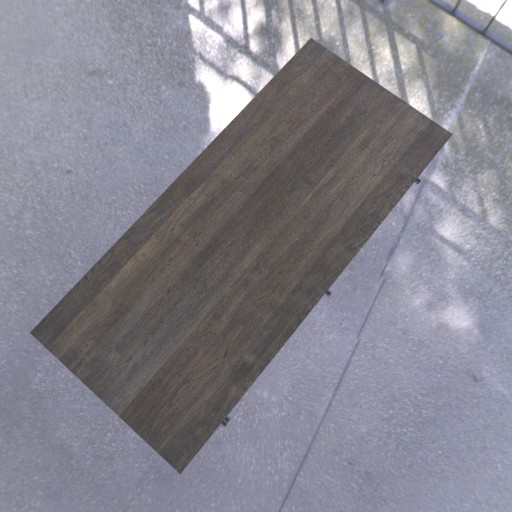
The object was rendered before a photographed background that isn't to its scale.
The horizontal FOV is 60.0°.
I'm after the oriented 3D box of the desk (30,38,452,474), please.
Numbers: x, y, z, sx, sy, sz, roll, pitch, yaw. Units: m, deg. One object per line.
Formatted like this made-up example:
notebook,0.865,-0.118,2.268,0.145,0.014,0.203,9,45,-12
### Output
desk,0.000,0.000,2.026,0.730,0.780,1.600,39,78,9
